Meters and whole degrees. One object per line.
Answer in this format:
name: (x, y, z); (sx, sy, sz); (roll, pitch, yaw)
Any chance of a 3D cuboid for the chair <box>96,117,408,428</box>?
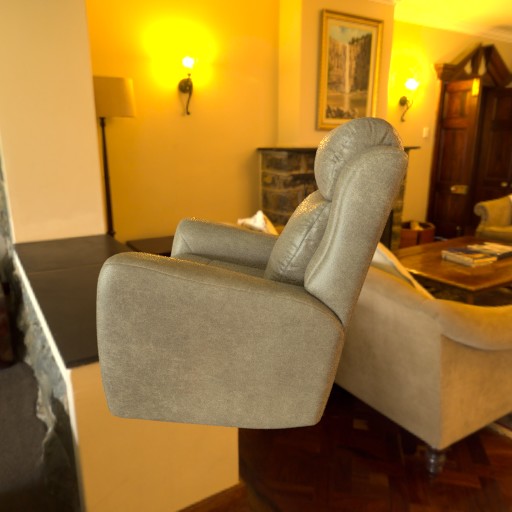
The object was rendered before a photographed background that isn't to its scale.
chair: (0.000, 0.000, 1.916); (1.068, 1.116, 0.967); (2, 15, 8)
